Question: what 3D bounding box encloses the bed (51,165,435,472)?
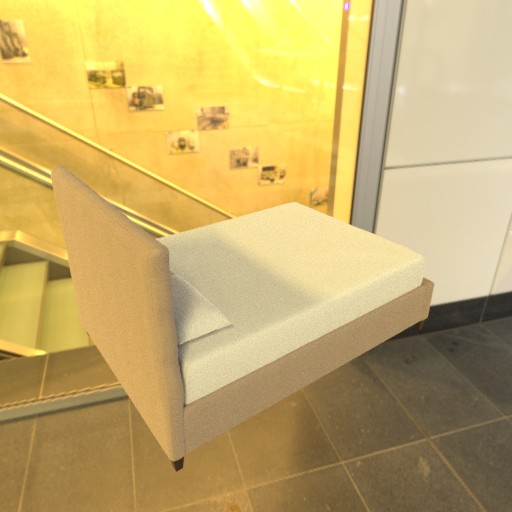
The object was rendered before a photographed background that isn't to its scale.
[{"bbox_3d":[0.000,0.000,3.434,2.387,1.427,1.698,-18,32,-32],"label":"bed"}]
